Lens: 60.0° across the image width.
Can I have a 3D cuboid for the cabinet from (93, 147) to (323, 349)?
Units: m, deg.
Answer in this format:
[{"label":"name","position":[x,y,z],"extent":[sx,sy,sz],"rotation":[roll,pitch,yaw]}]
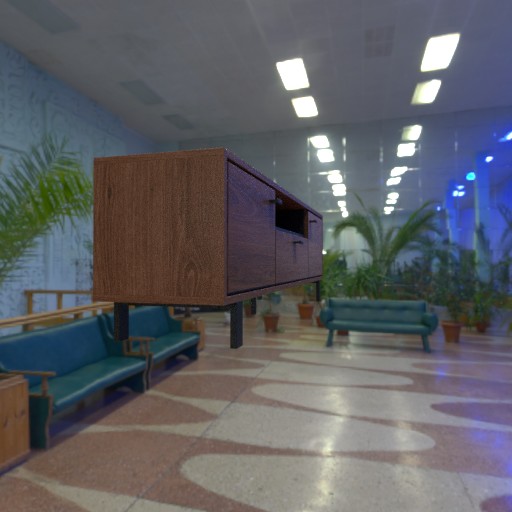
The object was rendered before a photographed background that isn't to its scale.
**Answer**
[{"label":"cabinet","position":[0.000,0.000,1.899],"extent":[0.400,0.500,1.650],"rotation":[0,-1,17]}]
